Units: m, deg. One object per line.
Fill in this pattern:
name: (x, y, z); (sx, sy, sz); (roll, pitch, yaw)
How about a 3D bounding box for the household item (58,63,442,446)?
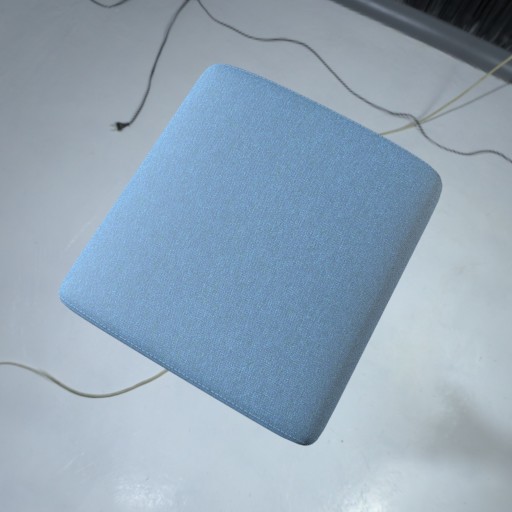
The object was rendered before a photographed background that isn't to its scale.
household item: (0.000, 0.000, 0.896); (0.530, 0.420, 0.530); (29, 79, 6)
